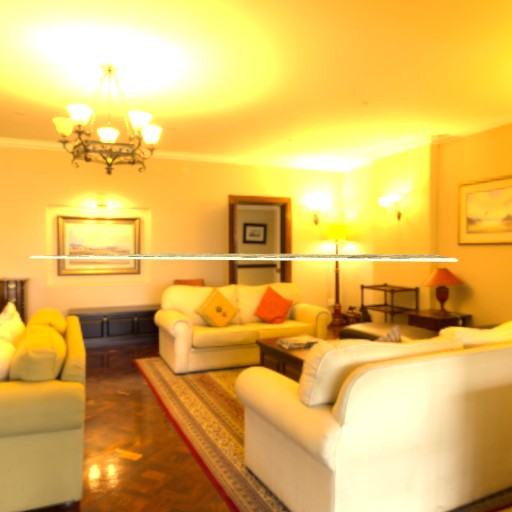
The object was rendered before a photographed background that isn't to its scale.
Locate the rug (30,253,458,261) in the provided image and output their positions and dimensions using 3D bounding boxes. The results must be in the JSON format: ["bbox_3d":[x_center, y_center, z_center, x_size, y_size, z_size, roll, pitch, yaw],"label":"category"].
[{"bbox_3d":[0.000,0.000,2.926,2.275,0.014,1.514,0,1,18],"label":"rug"}]
